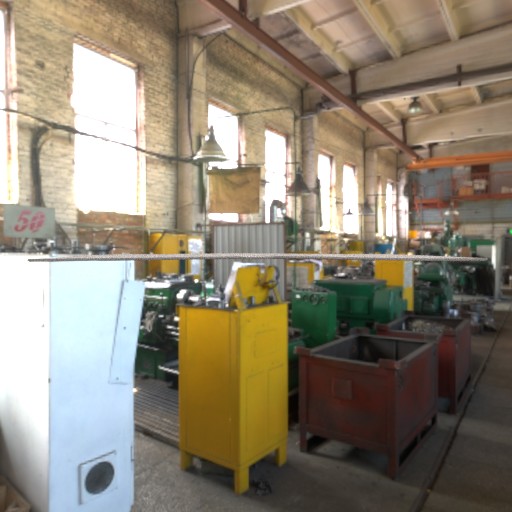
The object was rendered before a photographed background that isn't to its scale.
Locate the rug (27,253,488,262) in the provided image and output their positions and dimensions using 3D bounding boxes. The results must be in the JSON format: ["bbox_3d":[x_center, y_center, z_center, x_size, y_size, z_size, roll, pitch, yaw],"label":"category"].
[{"bbox_3d":[0.000,0.000,2.999,2.307,0.030,1.604,0,1,-1],"label":"rug"}]
